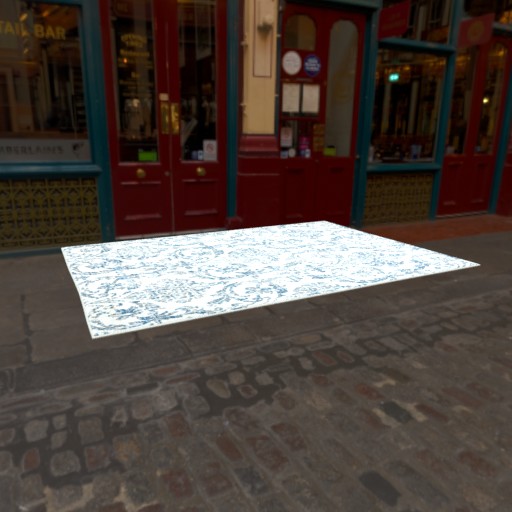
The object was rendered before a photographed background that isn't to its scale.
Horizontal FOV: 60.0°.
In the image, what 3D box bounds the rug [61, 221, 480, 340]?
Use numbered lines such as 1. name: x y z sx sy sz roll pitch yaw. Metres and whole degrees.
1. rug: 0.000 0.000 2.842 2.197 0.014 1.586 -8 17 -26
